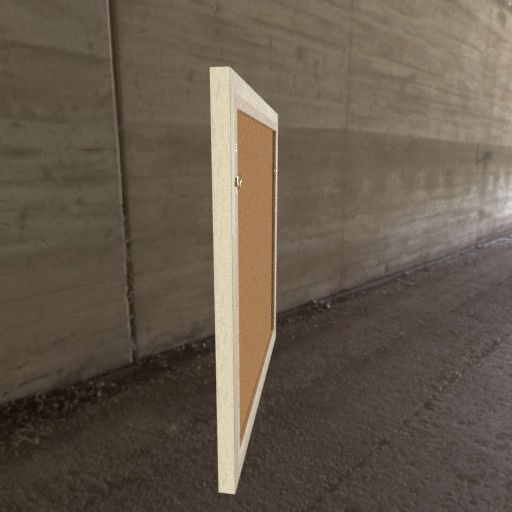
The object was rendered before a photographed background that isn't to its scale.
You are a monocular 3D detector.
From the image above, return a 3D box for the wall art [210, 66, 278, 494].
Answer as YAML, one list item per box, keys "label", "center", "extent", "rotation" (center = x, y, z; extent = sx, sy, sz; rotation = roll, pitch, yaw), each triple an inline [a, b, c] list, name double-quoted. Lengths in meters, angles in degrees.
- label: "wall art"
  center: [0.000, 0.000, 1.510]
  extent: [0.045, 1.016, 1.016]
  rotation: [2, 13, 8]
